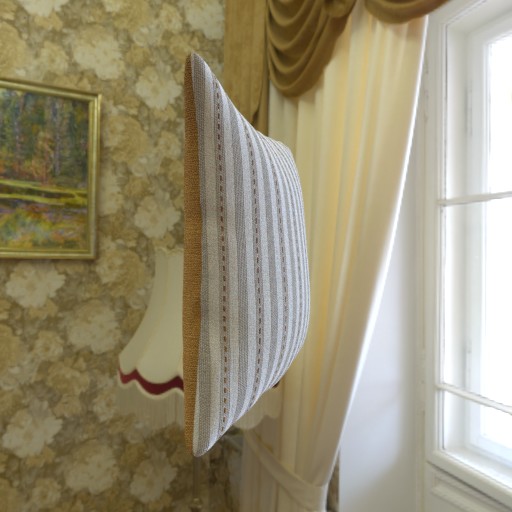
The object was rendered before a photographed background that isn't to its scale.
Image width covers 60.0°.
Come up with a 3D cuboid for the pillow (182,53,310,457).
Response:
[{"bbox_3d":[0.000,0.000,0.669,0.147,0.437,0.432,0,-1,16],"label":"pillow"}]
